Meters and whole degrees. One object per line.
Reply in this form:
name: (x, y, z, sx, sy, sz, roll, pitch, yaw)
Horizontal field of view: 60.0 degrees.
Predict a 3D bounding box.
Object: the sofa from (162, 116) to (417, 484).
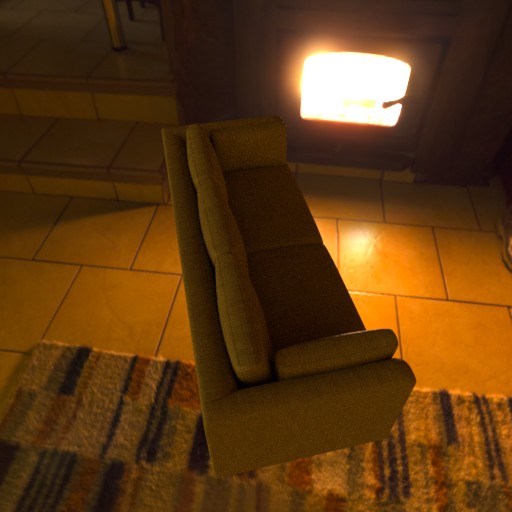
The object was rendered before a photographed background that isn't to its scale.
sofa: (0.000, 0.000, 2.924, 0.969, 0.867, 2.415, -9, 47, -9)
